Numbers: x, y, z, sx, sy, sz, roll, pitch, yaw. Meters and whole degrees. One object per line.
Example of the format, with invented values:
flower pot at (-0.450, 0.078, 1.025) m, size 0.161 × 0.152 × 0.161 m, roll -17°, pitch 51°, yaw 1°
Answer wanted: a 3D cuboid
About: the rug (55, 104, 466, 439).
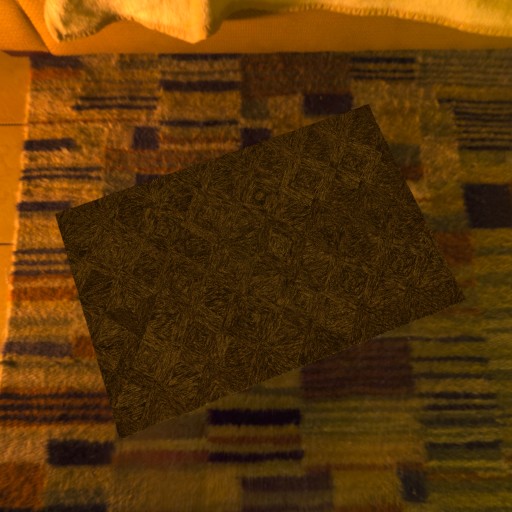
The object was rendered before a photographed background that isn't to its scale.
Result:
rug at (0.000, 0.000, 2.266) m, size 1.808 × 0.011 × 1.189 m, roll -20°, pitch 77°, yaw -5°
